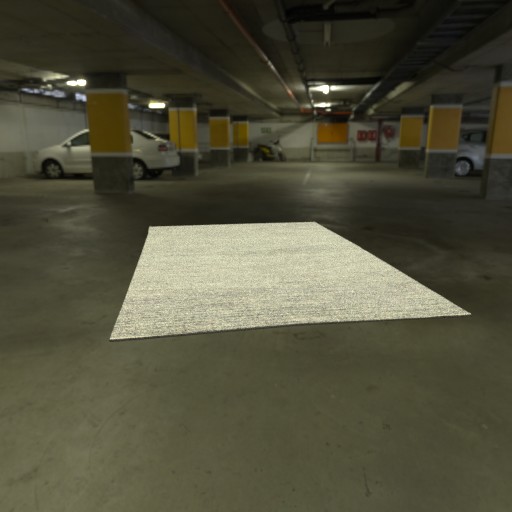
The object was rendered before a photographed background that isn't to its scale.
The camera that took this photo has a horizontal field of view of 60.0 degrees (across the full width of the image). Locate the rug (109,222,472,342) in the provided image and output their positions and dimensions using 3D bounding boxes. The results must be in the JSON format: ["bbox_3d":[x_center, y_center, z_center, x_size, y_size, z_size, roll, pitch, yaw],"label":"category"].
[{"bbox_3d":[0.000,0.000,2.221,1.159,0.021,1.789,-2,15,-9],"label":"rug"}]
